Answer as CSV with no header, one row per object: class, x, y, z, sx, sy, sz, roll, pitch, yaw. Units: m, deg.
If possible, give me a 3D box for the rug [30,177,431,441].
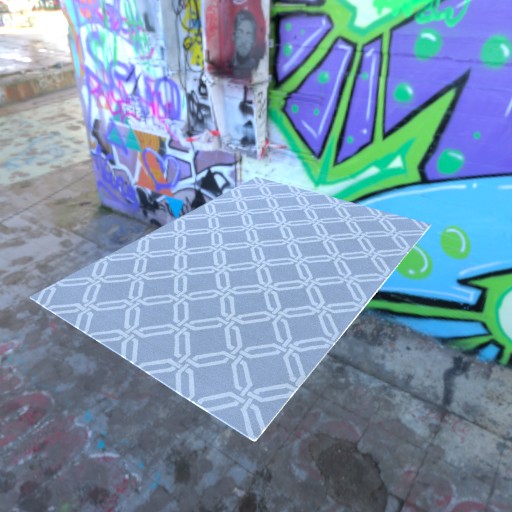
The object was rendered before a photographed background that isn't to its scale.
rug,0.000,0.000,2.768,1.522,0.013,2.133,21,38,30
